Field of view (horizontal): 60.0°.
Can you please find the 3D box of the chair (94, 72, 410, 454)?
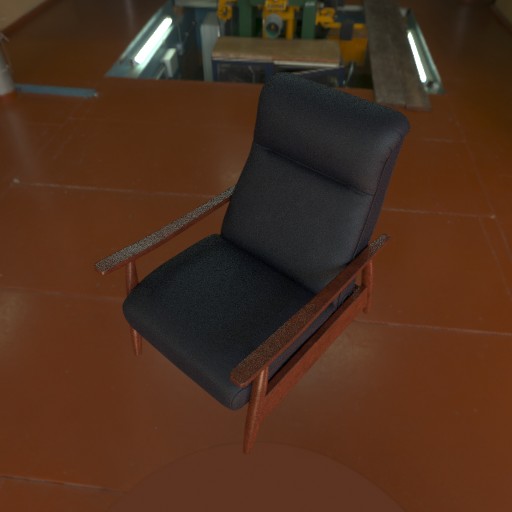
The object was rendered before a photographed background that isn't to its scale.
[{"bbox_3d":[0.000,0.000,1.828,0.762,1.082,1.014,32,53,27],"label":"chair"}]
